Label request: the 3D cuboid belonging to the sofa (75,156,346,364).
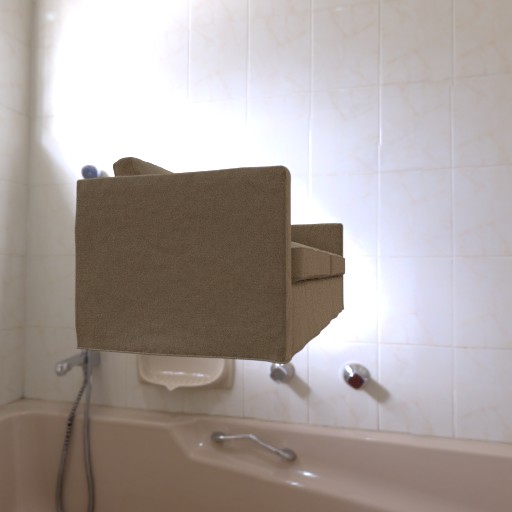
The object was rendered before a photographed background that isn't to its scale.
[{"bbox_3d":[0.000,0.000,2.834,0.962,0.853,2.312,-1,-2,16],"label":"sofa"}]
